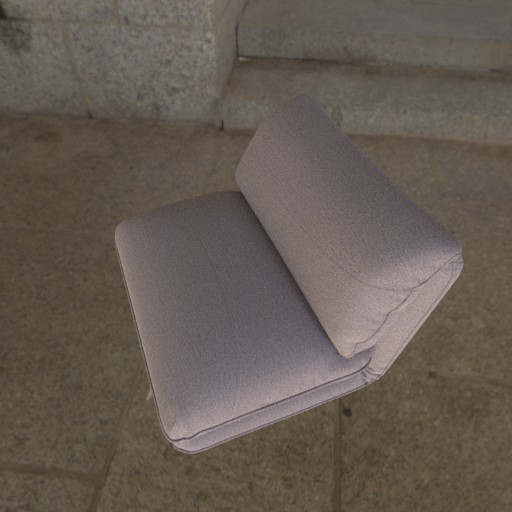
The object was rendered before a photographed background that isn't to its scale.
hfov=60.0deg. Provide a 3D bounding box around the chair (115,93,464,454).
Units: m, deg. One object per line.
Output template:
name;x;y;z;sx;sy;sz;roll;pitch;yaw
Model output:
chair;0.000;0.000;1.325;0.780;0.580;0.820;-16;48;-15
